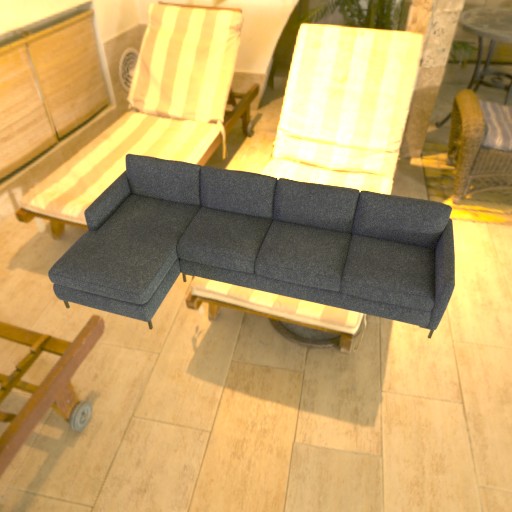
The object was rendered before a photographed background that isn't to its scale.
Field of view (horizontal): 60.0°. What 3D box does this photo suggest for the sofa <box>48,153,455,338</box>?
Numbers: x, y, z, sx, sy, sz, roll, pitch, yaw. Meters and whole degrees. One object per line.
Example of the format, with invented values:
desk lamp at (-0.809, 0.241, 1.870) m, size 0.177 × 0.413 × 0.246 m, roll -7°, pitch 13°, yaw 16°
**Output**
sofa at (0.000, 0.000, 3.499) m, size 2.932 × 0.810 × 1.350 m, roll 11°, pitch 43°, yaw 13°
